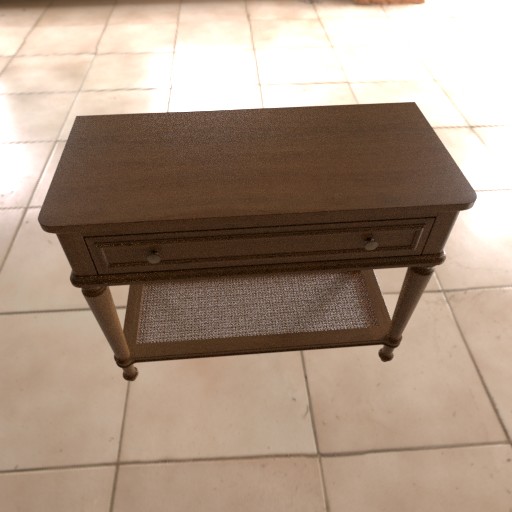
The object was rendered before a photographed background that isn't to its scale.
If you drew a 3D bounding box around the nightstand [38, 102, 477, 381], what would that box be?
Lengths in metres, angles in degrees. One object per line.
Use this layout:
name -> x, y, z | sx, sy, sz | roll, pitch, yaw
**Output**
nightstand -> 0.000, 0.000, 1.301 | 0.914, 0.700, 0.432 | -3, 47, -3
